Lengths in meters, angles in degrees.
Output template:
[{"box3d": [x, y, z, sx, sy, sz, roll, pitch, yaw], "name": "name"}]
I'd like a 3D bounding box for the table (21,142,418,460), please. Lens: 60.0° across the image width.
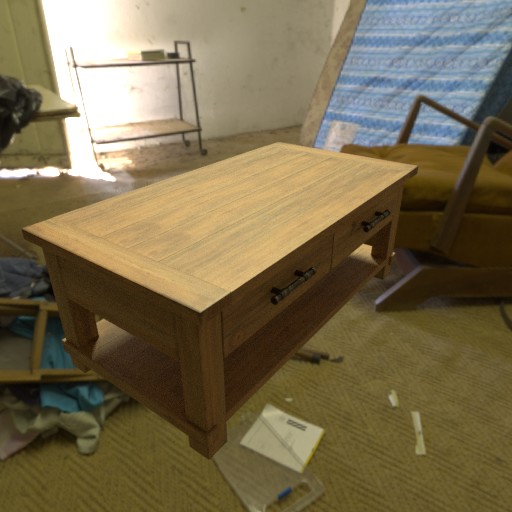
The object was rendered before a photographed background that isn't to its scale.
[{"box3d": [0.000, 0.000, 1.613, 0.693, 0.494, 1.270, 19, 33, 32], "name": "table"}]
